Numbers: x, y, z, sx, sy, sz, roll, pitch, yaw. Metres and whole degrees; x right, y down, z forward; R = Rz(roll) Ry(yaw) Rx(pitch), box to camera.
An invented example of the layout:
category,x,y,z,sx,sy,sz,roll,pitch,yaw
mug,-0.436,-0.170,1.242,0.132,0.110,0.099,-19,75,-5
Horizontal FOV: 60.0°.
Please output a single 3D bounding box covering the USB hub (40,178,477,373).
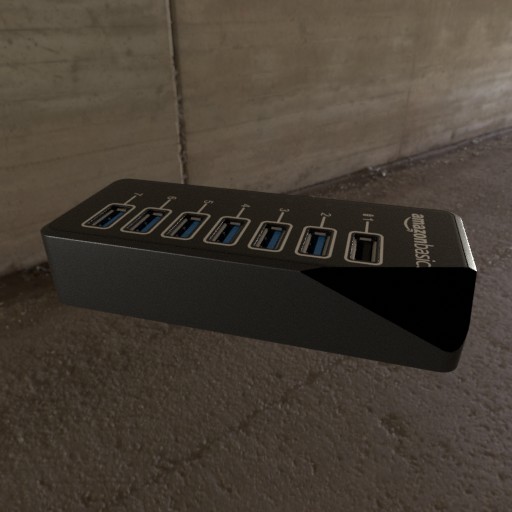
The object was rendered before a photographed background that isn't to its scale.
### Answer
category,x,y,z,sx,sy,sz,roll,pitch,yaw
USB hub,0.000,0.000,0.127,0.110,0.023,0.044,8,31,13
